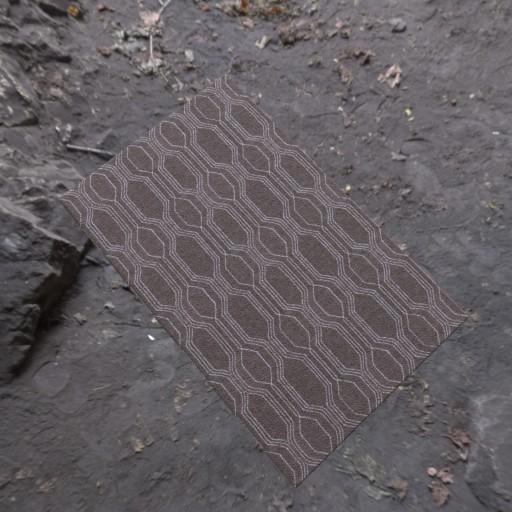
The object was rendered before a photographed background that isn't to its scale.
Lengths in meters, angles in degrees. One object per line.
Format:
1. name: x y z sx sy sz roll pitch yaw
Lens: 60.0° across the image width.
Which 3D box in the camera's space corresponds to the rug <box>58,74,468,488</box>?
1. rug: 0.000 0.000 2.999 1.541 0.012 2.457 -40 79 -10
